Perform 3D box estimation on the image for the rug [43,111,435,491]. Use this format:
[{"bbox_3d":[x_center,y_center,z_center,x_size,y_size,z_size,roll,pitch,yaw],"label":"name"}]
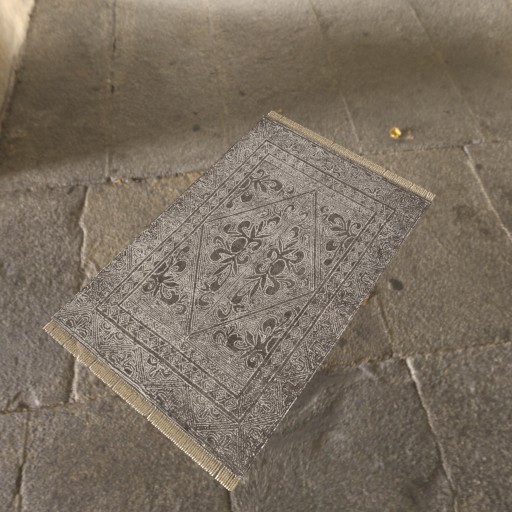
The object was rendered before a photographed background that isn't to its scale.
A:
[{"bbox_3d":[0.000,0.000,3.029,1.529,0.010,2.440,33,65,18],"label":"rug"}]
